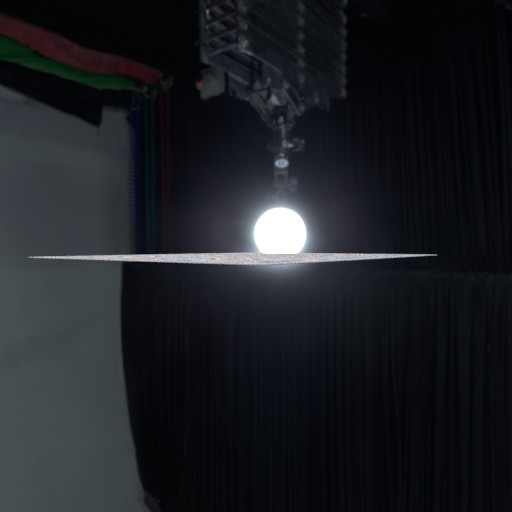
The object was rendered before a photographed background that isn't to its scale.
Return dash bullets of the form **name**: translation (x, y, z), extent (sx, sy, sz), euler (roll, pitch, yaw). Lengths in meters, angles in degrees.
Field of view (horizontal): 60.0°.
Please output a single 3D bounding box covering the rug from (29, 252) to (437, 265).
- **rug**: translation (0.000, 0.000, 4.137), extent (2.425, 0.008, 3.035), euler (1, 2, 37)
